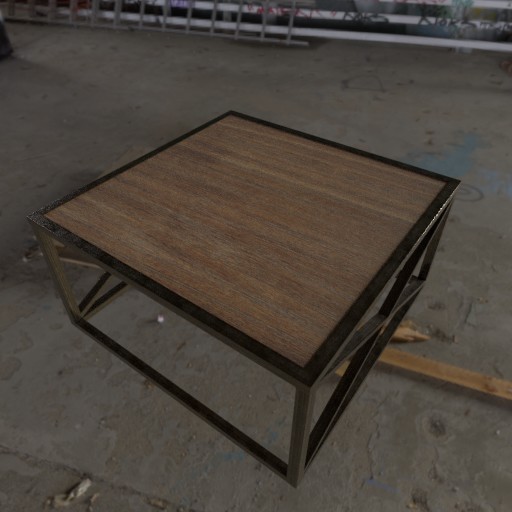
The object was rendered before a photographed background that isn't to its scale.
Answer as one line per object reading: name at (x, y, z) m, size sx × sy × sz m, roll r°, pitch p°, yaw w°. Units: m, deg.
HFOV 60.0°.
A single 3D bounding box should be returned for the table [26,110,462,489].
table at (0.000, 0.000, 1.436) m, size 0.909 × 0.451 × 0.899 m, roll 26°, pitch 47°, yaw 27°
